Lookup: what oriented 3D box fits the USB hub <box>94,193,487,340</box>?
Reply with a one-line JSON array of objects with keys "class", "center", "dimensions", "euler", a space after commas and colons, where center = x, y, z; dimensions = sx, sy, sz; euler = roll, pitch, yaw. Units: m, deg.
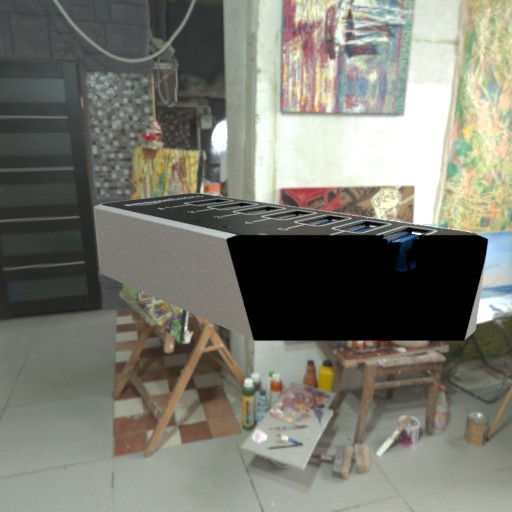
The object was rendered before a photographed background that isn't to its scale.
[{"class": "USB hub", "center": [0.000, 0.000, 0.126], "dimensions": [0.110, 0.023, 0.044], "euler": [14, 21, 42]}]
